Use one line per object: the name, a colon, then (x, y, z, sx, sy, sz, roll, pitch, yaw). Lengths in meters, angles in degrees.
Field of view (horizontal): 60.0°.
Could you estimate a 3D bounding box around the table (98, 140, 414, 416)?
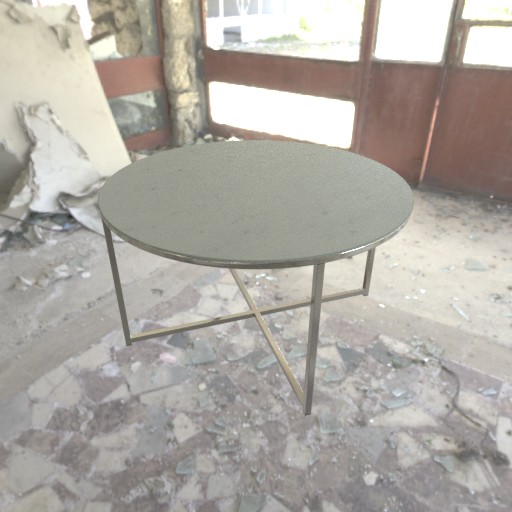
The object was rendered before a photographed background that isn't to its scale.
table: (0.000, 0.000, 1.286, 0.800, 0.450, 0.800, 0, 30, 0)
